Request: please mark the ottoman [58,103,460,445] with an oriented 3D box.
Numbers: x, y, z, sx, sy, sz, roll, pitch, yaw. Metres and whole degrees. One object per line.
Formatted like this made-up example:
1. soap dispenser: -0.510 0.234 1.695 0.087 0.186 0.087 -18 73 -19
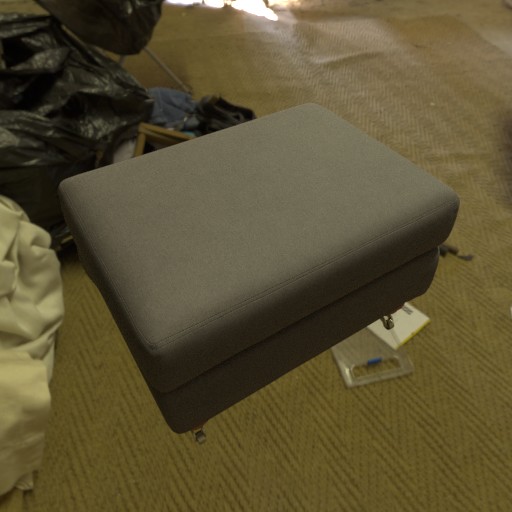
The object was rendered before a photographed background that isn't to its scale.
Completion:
1. ottoman: 0.000 0.000 1.136 0.773 0.497 0.574 -24 50 -22
